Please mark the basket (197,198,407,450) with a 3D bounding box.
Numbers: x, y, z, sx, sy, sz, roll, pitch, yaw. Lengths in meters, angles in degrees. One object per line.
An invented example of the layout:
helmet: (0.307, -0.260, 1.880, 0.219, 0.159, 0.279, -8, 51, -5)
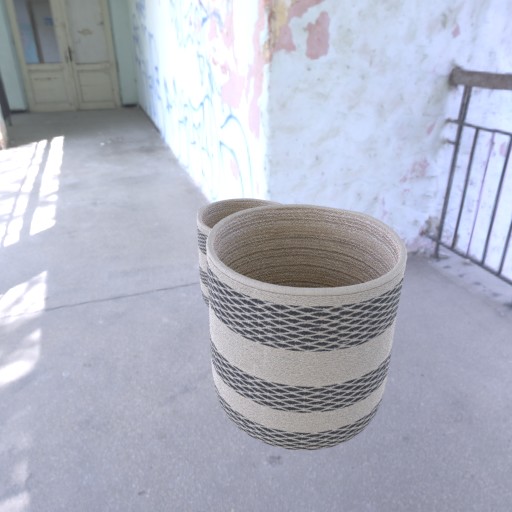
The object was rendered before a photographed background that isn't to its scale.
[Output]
basket: (0.000, 0.000, 1.100, 0.351, 0.356, 0.917, -8, 28, -16)
